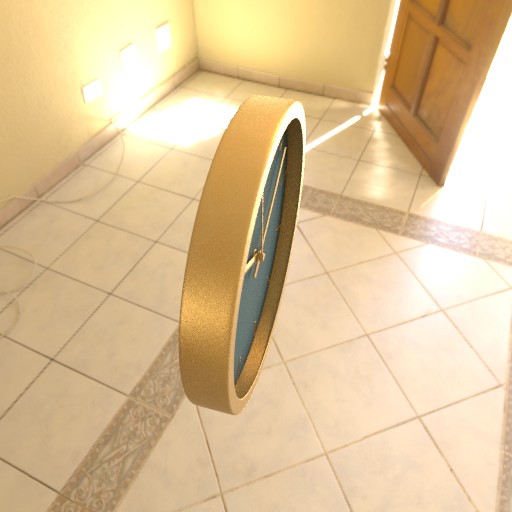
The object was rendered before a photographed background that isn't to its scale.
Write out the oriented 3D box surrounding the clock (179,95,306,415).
[{"bbox_3d":[0.000,0.000,0.462,0.040,0.314,0.314,11,48,10],"label":"clock"}]
